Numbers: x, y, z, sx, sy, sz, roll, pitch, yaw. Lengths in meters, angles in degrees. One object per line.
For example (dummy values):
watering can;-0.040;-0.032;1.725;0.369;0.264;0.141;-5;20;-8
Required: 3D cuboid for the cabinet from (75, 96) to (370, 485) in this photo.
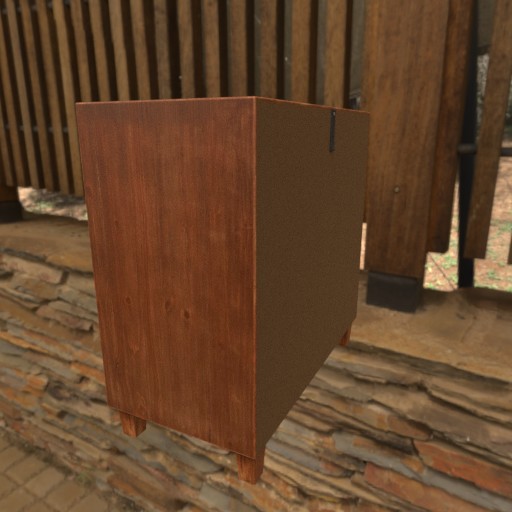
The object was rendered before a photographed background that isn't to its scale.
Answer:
cabinet;0.000;0.000;1.243;0.412;0.785;0.796;8;18;26
